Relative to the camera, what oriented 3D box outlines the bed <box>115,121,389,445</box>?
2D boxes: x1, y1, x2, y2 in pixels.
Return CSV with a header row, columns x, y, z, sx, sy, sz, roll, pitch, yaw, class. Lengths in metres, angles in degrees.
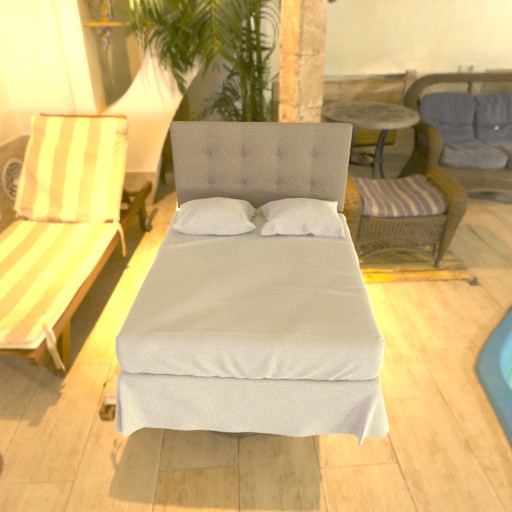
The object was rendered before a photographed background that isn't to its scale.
x,y,z,sx,sy,sz,roll,pitch,yaw,class
0.000,0.000,3.479,1.936,1.577,2.222,1,31,2,bed
